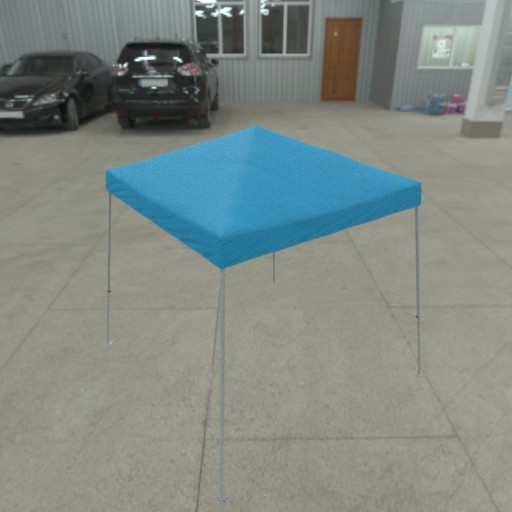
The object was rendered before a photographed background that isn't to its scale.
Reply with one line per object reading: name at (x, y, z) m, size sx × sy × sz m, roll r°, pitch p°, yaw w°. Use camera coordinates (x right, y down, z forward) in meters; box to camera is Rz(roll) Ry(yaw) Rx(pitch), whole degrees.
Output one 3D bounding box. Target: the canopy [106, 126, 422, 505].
canopy at (0.000, 0.000, 4.995) m, size 2.849 × 2.850 × 2.850 m, roll -18°, pitch 31°, yaw -32°
